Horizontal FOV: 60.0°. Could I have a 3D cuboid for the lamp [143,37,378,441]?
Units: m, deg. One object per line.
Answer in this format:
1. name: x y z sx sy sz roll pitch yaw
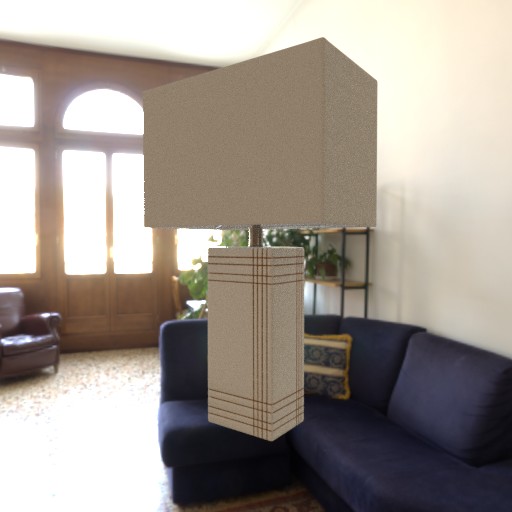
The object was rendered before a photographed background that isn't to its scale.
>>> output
1. lamp: 0.000 0.000 0.716 0.334 0.543 0.182 1 2 36
